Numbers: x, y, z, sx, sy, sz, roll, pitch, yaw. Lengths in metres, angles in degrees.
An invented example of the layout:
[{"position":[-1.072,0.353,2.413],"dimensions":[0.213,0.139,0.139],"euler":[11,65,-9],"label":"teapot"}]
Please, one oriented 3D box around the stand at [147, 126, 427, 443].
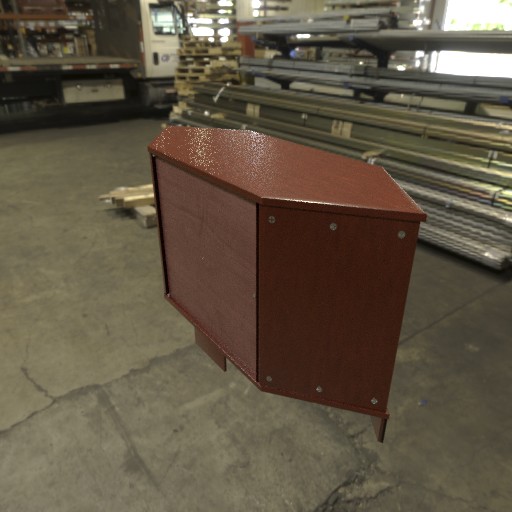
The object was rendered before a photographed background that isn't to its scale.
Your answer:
[{"position":[0.000,0.000,1.350],"dimensions":[0.381,0.614,1.072],"euler":[-19,32,-32],"label":"stand"}]
